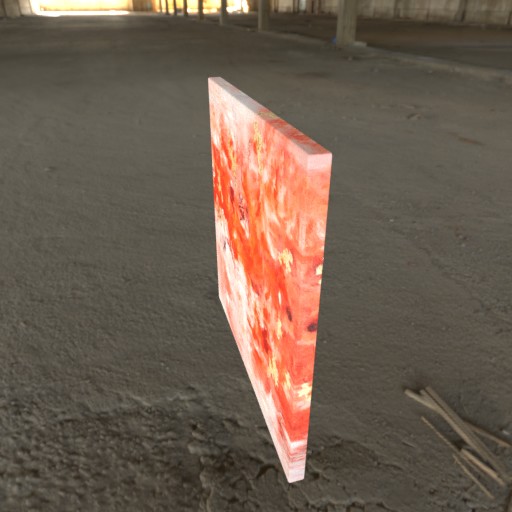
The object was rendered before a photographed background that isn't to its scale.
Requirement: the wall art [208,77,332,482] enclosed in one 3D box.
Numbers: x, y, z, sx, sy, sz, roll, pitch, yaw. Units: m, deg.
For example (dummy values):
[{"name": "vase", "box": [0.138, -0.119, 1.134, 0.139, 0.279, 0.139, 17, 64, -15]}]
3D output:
[{"name": "wall art", "box": [0.000, 0.000, 1.118, 0.064, 0.746, 0.747, -8, 31, -14]}]
